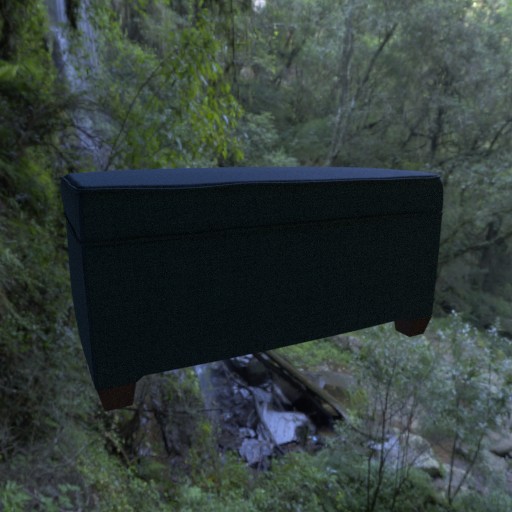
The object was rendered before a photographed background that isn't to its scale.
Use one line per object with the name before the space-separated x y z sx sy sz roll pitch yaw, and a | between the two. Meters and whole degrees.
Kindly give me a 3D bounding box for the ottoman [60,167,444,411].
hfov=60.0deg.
ottoman | 0.000 0.000 1.216 0.943 0.474 0.474 -7 15 -26
